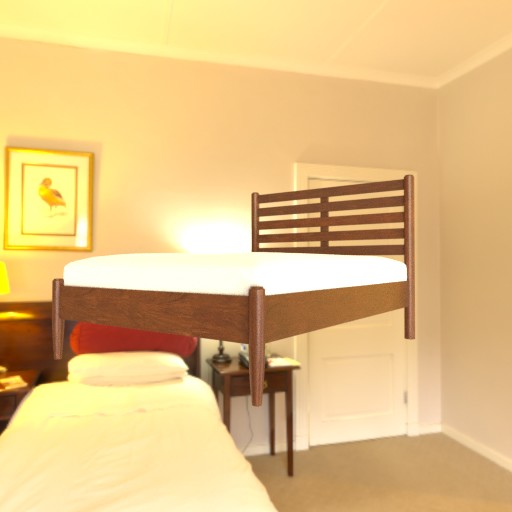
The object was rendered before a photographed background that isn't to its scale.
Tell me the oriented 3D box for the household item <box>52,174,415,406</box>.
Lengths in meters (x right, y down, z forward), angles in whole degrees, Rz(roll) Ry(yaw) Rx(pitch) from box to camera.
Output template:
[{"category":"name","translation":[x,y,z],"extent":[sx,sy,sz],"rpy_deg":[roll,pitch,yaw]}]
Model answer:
[{"category":"household item","translation":[0.000,0.000,3.269],"extent":[1.663,1.356,2.232],"rpy_deg":[-1,-1,36]}]
